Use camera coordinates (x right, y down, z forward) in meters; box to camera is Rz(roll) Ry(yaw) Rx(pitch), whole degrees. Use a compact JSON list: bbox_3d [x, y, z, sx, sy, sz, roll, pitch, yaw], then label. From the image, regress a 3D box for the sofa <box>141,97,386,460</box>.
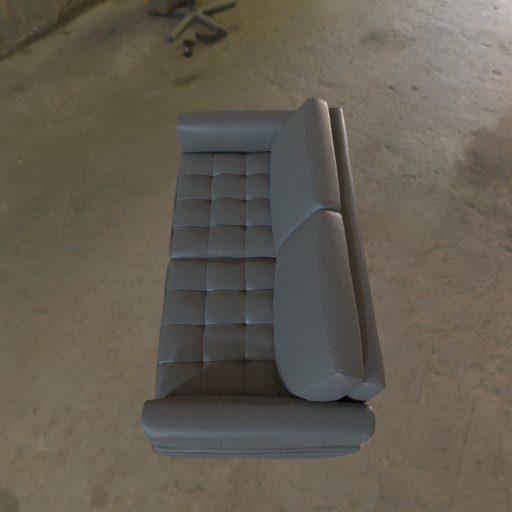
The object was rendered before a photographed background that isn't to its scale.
[{"bbox_3d":[0.000,0.000,2.648,1.121,0.930,2.177,0,59,0],"label":"sofa"}]
